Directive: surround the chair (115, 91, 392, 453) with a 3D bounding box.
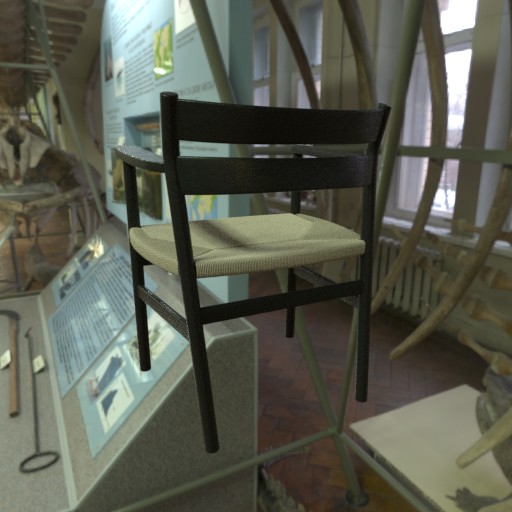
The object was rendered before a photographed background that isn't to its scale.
[{"bbox_3d":[0.000,0.000,1.185,0.630,0.775,0.508,-7,16,-27],"label":"chair"}]
